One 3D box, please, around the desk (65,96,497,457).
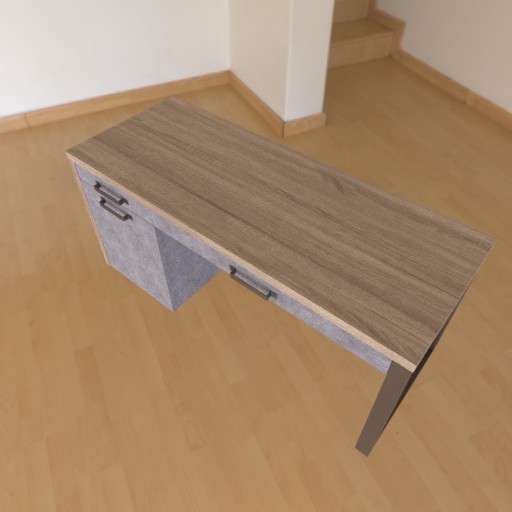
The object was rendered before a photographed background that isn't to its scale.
[{"bbox_3d":[0.000,0.000,2.073,1.700,0.760,0.690,31,54,26],"label":"desk"}]
